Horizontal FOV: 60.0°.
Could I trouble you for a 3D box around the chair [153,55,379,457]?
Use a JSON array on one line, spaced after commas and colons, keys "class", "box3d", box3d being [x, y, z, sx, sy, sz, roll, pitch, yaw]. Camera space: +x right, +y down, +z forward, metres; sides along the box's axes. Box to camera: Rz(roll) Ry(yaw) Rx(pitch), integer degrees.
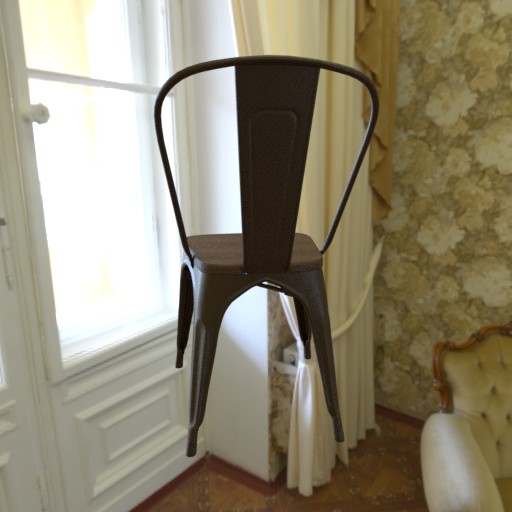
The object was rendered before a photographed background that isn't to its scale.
[{"class": "chair", "box3d": [0.000, 0.000, 1.120, 0.451, 0.844, 0.532, -2, 14, -8]}]
